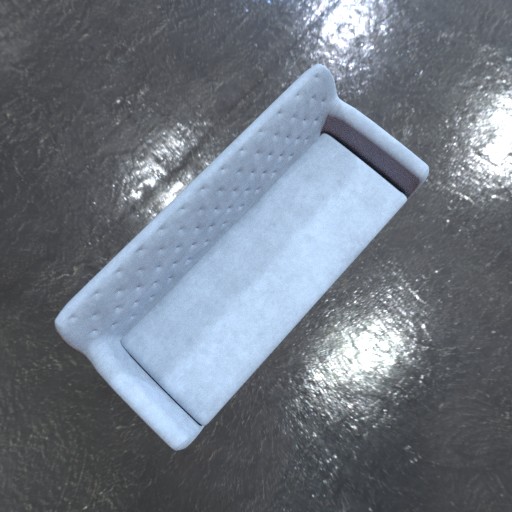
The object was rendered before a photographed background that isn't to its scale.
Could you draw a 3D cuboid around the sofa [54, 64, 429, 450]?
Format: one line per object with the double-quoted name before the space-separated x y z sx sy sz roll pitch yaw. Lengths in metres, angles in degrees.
"sofa" 0.000 0.000 2.450 0.830 0.830 1.970 42 80 9
